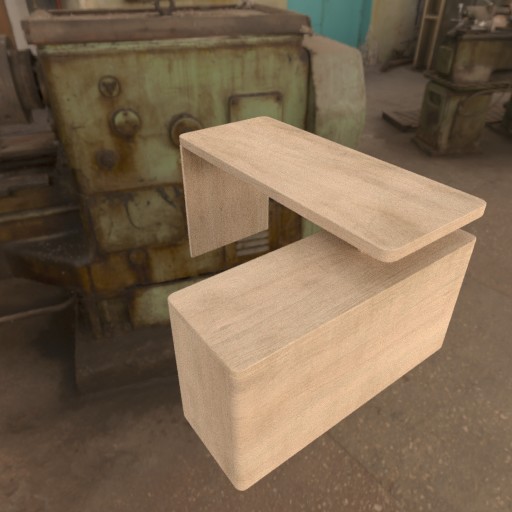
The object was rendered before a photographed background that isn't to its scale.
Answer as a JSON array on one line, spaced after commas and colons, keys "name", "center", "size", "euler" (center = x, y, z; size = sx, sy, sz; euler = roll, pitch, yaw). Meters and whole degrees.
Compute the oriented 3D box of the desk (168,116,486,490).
[{"name": "desk", "center": [0.000, 0.000, 2.063], "size": [1.175, 0.770, 1.400], "euler": [-22, 40, -30]}]
